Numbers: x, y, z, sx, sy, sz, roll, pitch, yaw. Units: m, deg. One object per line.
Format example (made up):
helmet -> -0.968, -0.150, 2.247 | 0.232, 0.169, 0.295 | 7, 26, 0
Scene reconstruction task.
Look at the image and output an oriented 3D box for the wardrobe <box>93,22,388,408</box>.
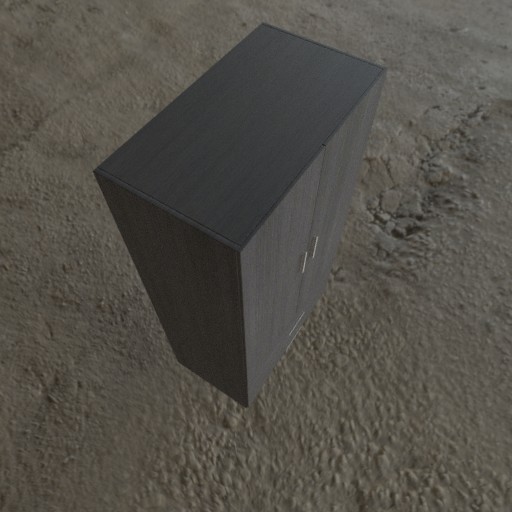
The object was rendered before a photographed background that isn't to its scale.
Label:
wardrobe -> 0.000, 0.000, 2.287 | 0.577, 1.808, 0.991 | 29, 62, 17
